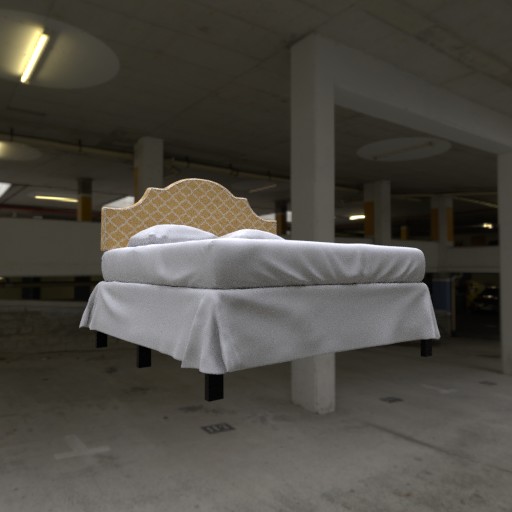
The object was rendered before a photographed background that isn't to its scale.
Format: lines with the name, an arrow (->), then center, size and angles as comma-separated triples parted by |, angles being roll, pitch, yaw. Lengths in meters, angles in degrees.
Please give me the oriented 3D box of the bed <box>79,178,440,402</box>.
bed -> 0.000, 0.000, 3.749 | 2.314, 1.601, 2.222 | 1, -2, -36
